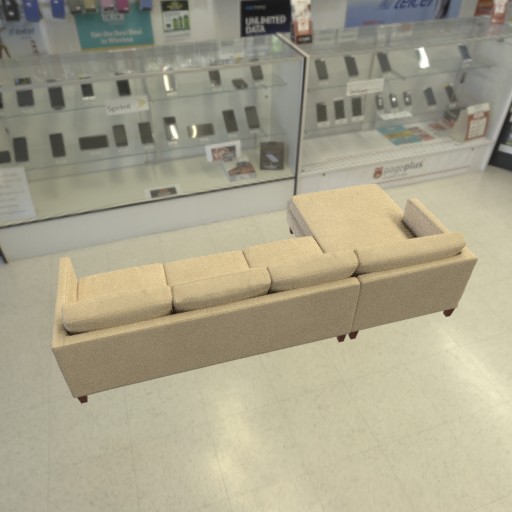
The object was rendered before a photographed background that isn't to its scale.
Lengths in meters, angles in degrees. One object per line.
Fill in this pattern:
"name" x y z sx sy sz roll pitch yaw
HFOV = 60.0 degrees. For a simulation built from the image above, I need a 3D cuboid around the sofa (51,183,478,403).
"sofa" 0.000 0.000 3.886 3.186 0.846 1.625 -11 42 -12
